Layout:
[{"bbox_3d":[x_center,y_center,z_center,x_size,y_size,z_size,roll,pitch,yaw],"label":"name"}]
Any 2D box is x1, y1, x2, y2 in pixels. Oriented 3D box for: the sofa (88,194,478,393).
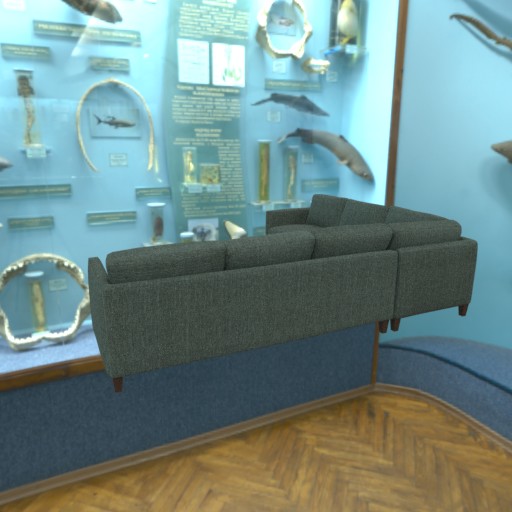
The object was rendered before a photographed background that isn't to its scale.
[{"bbox_3d":[0.000,0.000,4.511,3.302,0.947,2.593,-7,16,-24],"label":"sofa"}]
